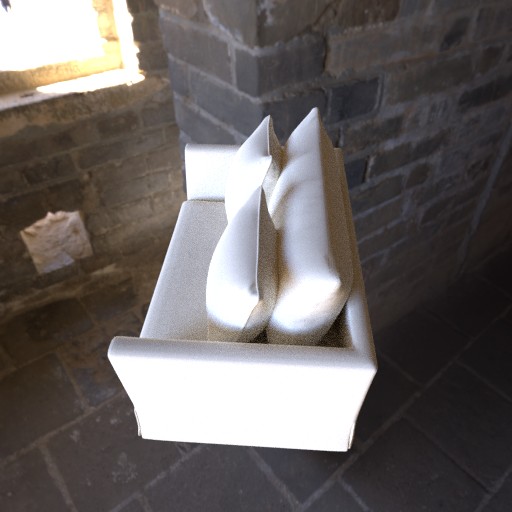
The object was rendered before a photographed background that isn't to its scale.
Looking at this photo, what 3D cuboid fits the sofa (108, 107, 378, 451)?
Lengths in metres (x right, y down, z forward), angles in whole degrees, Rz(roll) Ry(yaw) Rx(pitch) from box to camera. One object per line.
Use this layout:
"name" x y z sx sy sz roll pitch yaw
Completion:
"sofa" 0.000 0.000 2.295 1.026 1.039 1.608 2 42 3
